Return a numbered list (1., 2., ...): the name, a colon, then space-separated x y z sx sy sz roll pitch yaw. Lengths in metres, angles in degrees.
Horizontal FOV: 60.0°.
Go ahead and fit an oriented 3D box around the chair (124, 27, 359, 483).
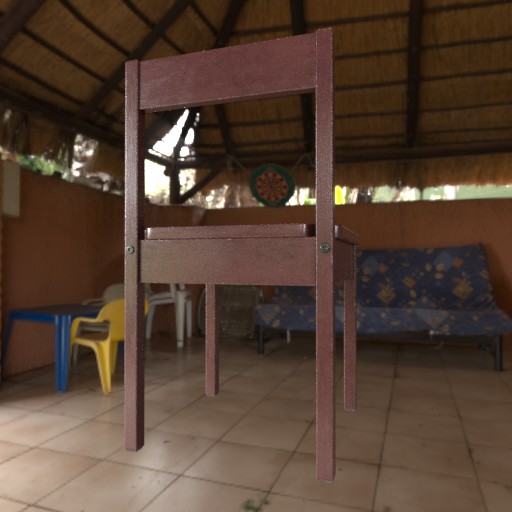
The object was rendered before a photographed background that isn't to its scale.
1. chair: 0.000 0.000 0.871 0.367 0.668 0.361 0 -1 18
